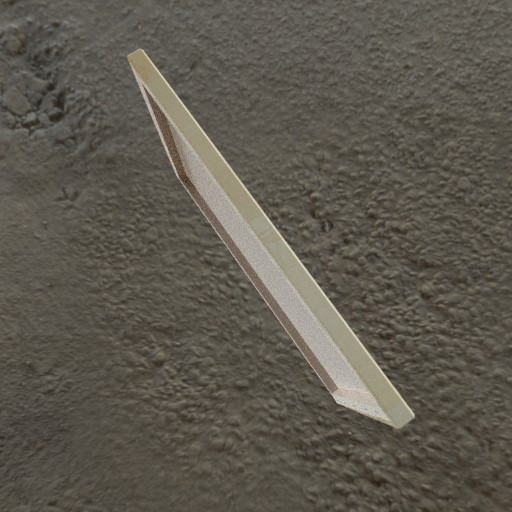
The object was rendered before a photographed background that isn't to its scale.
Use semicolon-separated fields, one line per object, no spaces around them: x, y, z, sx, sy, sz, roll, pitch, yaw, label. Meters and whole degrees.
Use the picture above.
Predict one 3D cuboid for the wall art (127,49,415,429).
0.000;0.000;1.150;0.038;0.602;0.918;-34;78;-8;wall art
